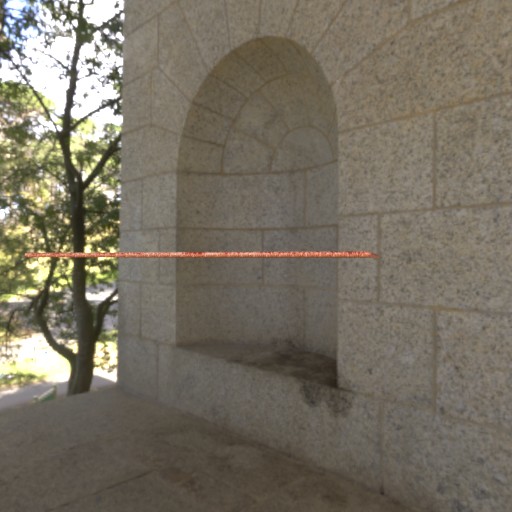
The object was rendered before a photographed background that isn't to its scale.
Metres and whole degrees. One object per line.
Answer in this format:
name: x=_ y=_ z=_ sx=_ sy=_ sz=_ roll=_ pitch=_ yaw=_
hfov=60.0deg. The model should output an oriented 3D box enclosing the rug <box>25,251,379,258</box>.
rug: x=0.000 y=0.000 z=2.314 sx=1.219 sy=0.016 sz=1.829 roll=0 pitch=0 yaw=16
